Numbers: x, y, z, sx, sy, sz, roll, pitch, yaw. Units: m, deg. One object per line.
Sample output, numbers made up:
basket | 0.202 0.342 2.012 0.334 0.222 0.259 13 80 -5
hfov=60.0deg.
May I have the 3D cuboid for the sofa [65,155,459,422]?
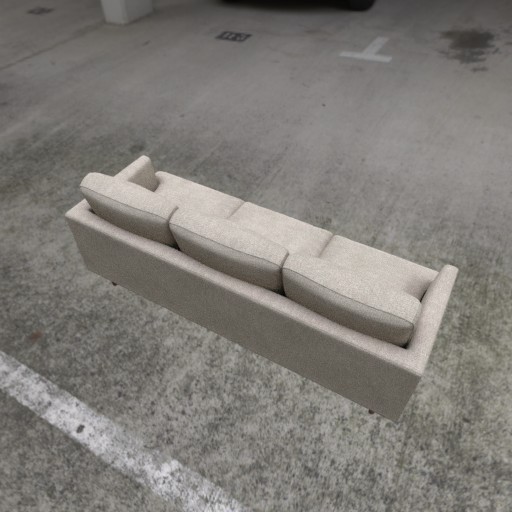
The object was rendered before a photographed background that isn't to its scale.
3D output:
sofa | 0.000 0.000 2.765 2.246 0.930 0.903 22 50 20
